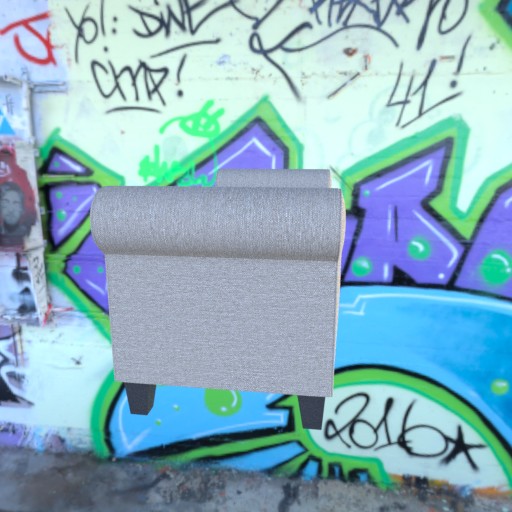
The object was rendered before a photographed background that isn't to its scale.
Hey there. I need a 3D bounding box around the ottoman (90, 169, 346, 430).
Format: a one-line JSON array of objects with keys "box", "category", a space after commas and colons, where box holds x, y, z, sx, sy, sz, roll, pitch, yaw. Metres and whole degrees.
[{"box": [0.000, 0.000, 1.511, 0.521, 0.547, 1.256, 2, 13, 8], "category": "ottoman"}]
